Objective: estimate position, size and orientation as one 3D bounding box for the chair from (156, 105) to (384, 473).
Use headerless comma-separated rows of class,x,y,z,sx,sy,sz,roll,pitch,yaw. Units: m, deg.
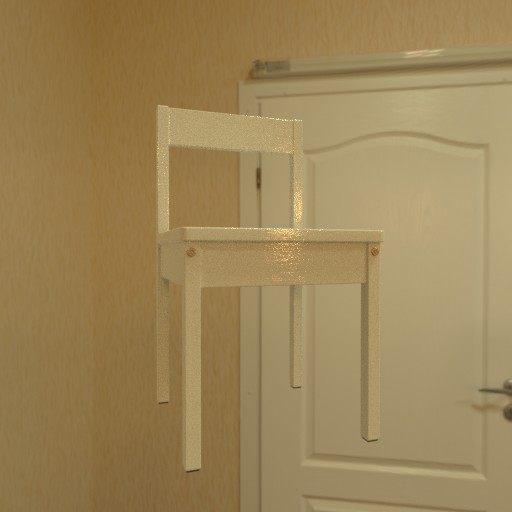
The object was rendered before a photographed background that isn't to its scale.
chair,0.000,0.000,0.901,0.367,0.668,0.361,0,1,-19
